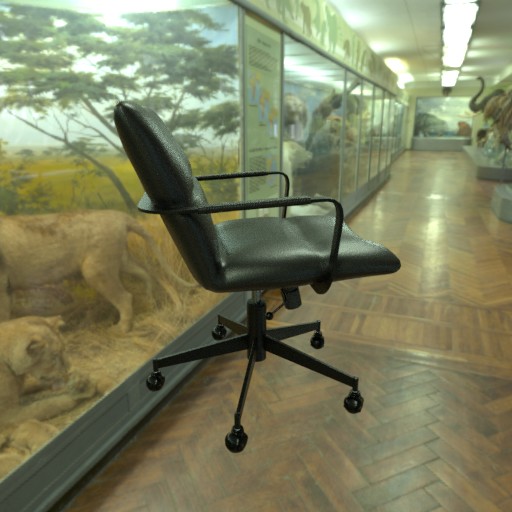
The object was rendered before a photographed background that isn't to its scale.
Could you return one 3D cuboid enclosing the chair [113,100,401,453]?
[{"bbox_3d":[0.000,0.000,1.420,0.748,0.922,0.719,-3,17,-8],"label":"chair"}]
